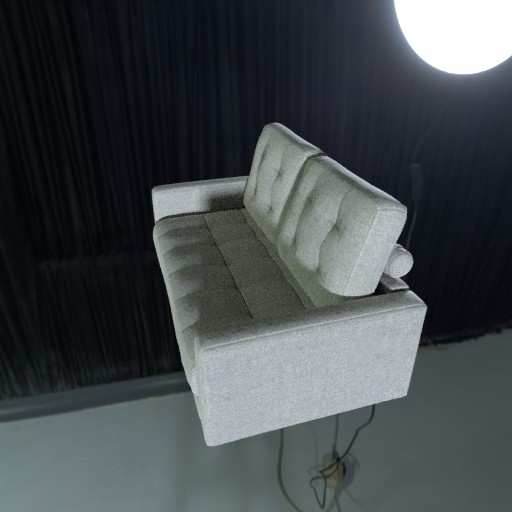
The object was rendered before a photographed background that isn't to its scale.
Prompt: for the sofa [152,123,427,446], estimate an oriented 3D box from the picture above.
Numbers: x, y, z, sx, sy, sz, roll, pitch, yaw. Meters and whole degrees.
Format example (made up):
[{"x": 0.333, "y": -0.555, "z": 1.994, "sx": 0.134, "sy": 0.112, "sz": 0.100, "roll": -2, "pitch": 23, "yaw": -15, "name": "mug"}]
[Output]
[{"x": 0.000, "y": 0.000, "z": 2.020, "sx": 0.842, "sy": 0.907, "sz": 1.407, "roll": -9, "pitch": 31, "yaw": -15, "name": "sofa"}]
